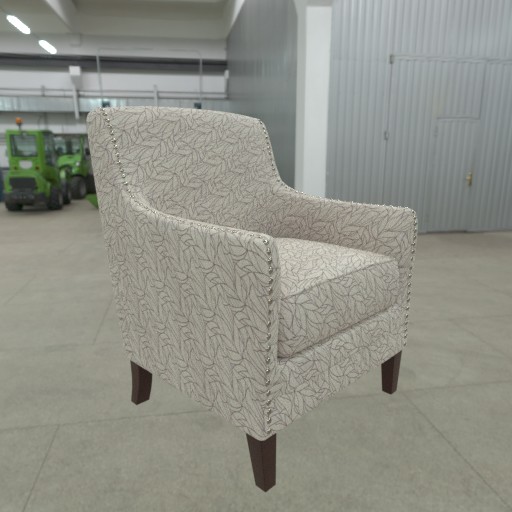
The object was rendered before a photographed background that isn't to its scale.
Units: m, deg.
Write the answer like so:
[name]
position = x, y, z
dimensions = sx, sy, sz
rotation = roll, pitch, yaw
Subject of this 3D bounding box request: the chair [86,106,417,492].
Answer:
[chair]
position = 0.000, 0.000, 1.236
dimensions = 0.651, 0.816, 0.623
rotation = 13, 19, 43
